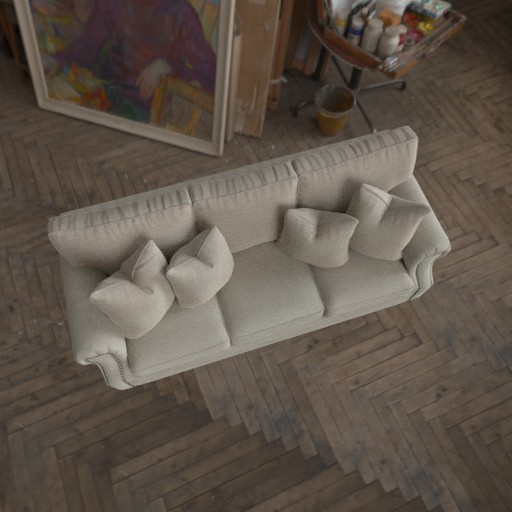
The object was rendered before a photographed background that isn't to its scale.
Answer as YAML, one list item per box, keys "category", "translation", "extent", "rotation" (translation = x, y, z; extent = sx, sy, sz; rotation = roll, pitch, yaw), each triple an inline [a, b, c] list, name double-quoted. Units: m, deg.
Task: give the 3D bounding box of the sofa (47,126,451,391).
- category: "sofa"
  translation: [0.000, 0.000, 2.798]
  extent: [2.312, 0.975, 0.965]
  rotation: [-16, 66, -7]
